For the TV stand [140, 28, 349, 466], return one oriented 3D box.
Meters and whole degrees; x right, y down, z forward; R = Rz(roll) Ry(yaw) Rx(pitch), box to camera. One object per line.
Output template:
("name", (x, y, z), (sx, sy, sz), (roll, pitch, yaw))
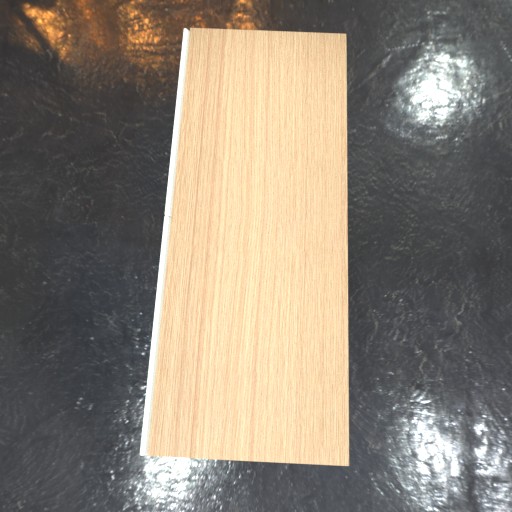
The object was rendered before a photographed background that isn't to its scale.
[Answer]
("TV stand", (0.000, 0.000, 1.300), (0.407, 0.660, 0.991), (3, 75, 1))
